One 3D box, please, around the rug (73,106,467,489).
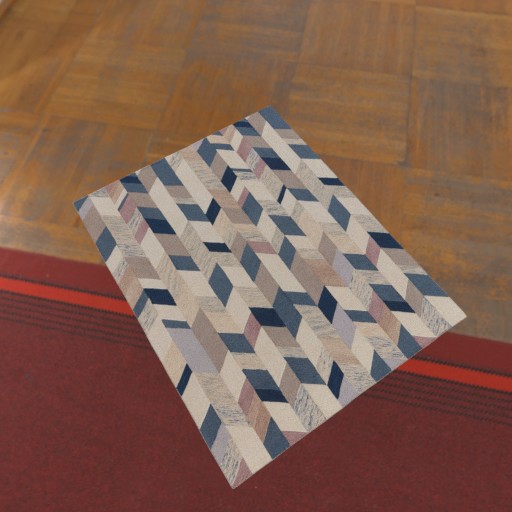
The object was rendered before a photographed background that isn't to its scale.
[{"bbox_3d":[0.000,0.000,4.194,2.451,0.011,3.072,-30,66,-15],"label":"rug"}]
